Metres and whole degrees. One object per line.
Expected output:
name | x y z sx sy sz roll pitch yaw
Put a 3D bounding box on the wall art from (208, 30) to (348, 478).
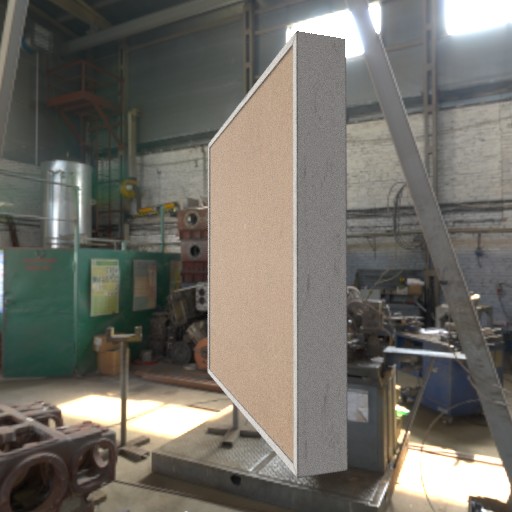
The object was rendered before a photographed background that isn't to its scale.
wall art | 0.000 0.000 0.452 0.038 0.305 0.305 0 -1 -18
